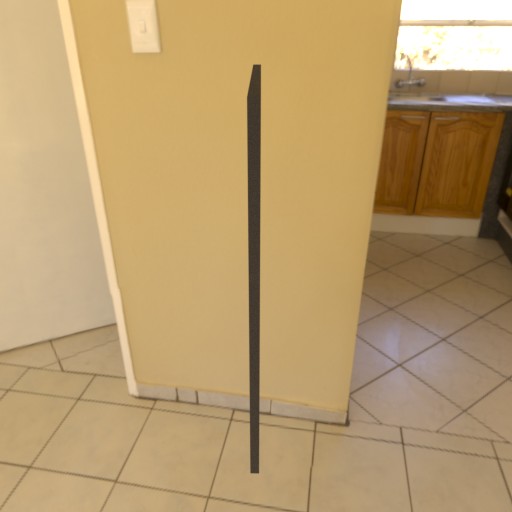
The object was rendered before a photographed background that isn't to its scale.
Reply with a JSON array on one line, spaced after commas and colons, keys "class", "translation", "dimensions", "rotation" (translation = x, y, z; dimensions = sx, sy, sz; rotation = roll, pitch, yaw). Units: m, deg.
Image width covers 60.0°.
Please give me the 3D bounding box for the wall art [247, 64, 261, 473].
[{"class": "wall art", "translation": [0.000, 0.000, 0.706], "dimensions": [0.013, 0.534, 0.380], "rotation": [0, 28, 1]}]
